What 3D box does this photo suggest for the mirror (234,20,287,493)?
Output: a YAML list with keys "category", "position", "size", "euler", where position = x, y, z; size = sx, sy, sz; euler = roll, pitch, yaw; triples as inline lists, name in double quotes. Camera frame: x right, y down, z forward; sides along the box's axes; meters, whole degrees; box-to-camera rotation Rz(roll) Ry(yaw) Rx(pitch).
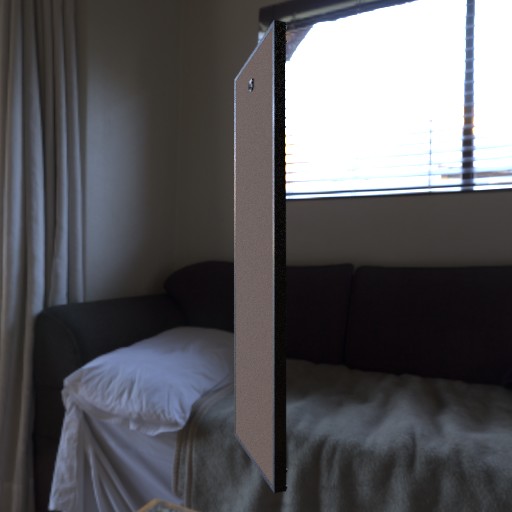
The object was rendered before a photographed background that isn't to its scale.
- category: "mirror"
  position: [0.000, 0.000, 1.175]
  size: [0.042, 1.080, 0.354]
  euler: [0, -1, -18]
